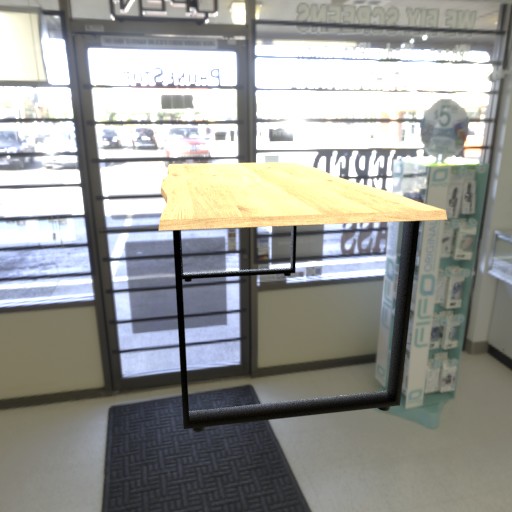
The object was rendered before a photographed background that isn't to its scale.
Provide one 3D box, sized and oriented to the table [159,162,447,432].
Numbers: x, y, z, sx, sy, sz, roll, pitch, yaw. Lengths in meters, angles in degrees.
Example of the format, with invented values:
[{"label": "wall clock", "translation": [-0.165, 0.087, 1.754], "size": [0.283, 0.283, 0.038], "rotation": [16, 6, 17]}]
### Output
[{"label": "table", "translation": [0.000, 0.000, 2.257], "size": [0.900, 0.780, 1.800], "rotation": [-3, 17, -9]}]
